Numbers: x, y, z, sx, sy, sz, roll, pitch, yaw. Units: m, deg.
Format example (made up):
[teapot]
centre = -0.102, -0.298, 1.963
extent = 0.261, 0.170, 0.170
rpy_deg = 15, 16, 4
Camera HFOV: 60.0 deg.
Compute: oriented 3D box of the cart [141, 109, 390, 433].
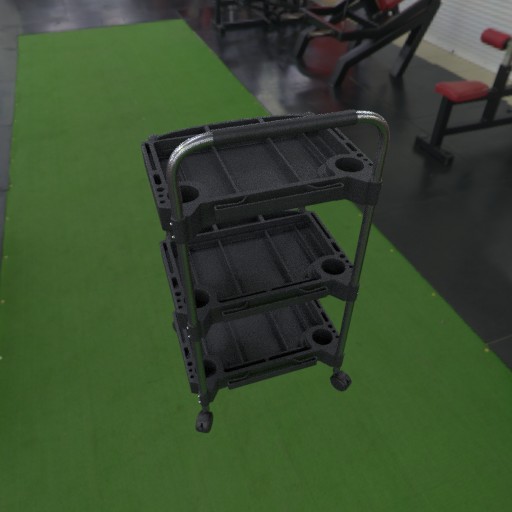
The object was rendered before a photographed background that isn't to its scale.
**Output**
[cart]
centre = 0.000, 0.000, 1.401
extent = 0.584, 1.075, 0.518
rpy_deg = -12, 43, -14
